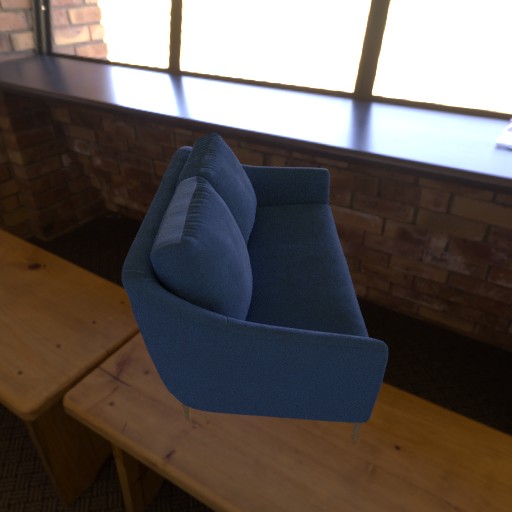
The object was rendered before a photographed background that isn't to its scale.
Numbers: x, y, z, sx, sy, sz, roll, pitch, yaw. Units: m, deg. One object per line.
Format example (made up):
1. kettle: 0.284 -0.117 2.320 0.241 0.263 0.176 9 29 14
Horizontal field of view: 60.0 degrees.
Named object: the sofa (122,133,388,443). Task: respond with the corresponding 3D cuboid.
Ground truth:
1. sofa: 0.000 0.000 2.264 0.960 0.902 1.619 0 33 0
